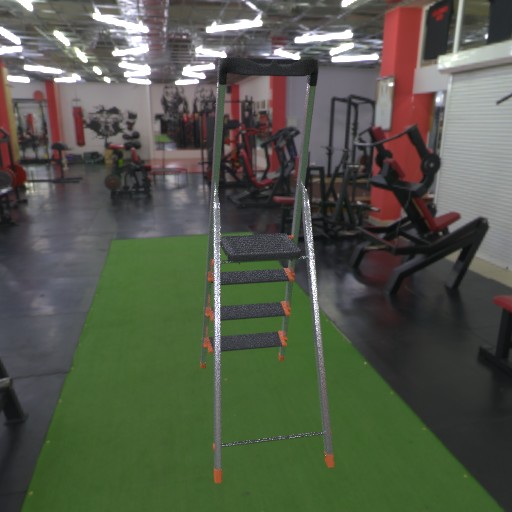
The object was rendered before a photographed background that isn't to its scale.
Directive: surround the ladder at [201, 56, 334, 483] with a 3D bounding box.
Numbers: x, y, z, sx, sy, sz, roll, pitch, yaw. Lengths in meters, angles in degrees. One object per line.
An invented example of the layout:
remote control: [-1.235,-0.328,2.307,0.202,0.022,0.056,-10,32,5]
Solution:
ladder: [0.000,0.000,1.810,0.452,1.429,0.834,-3,17,-10]
